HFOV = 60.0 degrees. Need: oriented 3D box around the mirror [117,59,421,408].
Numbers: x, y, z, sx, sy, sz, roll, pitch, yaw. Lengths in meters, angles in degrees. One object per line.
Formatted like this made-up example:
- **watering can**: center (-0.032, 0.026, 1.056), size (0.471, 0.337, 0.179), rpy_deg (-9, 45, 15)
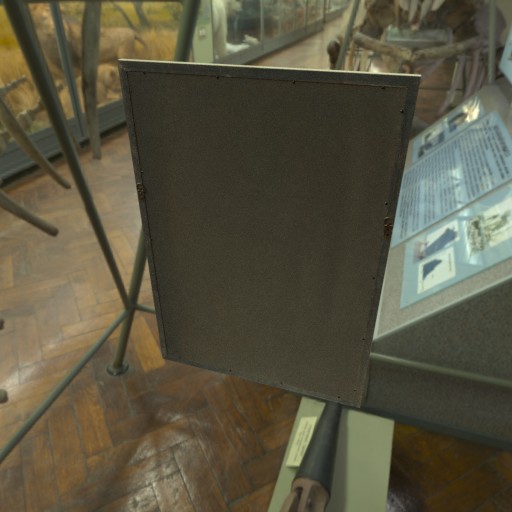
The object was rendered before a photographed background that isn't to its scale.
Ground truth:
- **mirror**: center (0.000, 0.000, 1.253), size (0.705, 0.996, 0.025), rpy_deg (10, 33, 15)
